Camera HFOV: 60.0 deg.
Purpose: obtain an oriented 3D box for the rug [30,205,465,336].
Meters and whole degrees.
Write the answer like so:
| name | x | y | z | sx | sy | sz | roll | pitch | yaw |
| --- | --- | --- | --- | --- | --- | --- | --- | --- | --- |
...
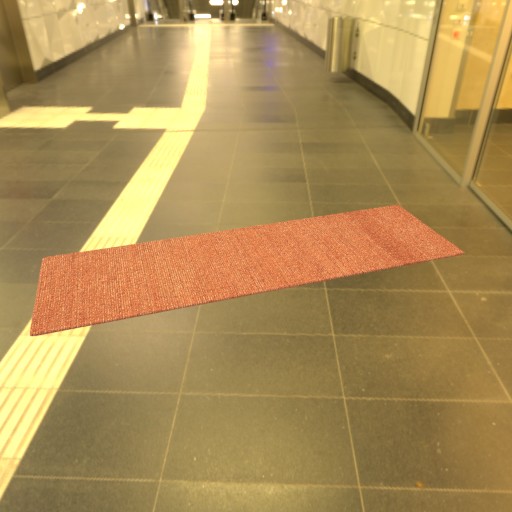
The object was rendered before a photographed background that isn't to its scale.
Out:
| name | x | y | z | sx | sy | sz | roll | pitch | yaw |
| --- | --- | --- | --- | --- | --- | --- | --- | --- | --- |
| rug | 0.000 | 0.000 | 2.518 | 2.307 | 0.012 | 0.687 | -10 | 33 | -15 |
